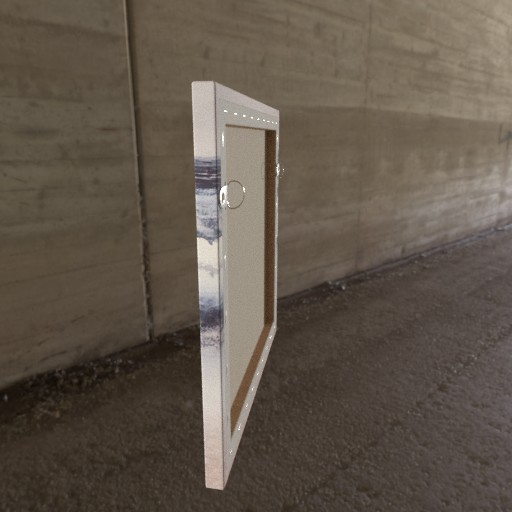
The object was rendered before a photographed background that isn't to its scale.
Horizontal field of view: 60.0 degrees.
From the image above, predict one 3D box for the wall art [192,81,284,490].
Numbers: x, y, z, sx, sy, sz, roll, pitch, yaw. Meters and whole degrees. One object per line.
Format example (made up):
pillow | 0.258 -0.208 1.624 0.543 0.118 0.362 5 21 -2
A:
wall art | 0.000 0.000 1.125 0.065 0.747 0.755 3 15 10
